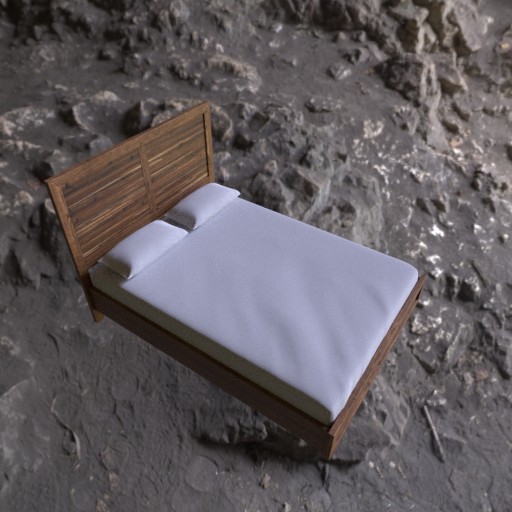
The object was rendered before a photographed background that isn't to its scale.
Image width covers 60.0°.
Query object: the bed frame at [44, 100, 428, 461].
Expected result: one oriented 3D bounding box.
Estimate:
[{"bbox_3d":[0.000,0.000,3.460,2.276,1.417,1.696,24,46,25],"label":"bed frame"}]
